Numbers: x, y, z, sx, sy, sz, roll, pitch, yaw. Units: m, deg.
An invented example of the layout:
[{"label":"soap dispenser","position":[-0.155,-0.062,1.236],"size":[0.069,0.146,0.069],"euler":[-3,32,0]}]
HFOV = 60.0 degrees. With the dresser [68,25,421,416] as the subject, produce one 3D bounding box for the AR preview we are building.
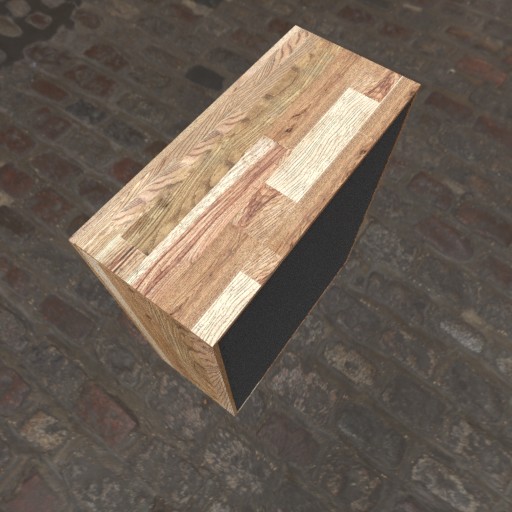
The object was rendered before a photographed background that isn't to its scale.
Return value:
[{"label":"dresser","position":[0.000,0.000,1.733],"size":[0.480,1.243,0.966],"euler":[33,68,16]}]
